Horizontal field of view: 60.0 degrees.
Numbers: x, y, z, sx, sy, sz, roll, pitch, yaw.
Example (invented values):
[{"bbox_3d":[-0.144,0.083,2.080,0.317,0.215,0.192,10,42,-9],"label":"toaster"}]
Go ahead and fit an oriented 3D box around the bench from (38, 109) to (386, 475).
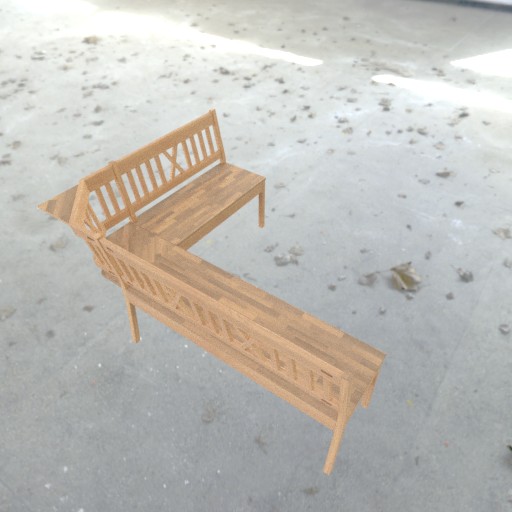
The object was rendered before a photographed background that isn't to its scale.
[{"bbox_3d":[0.000,0.000,2.782,1.937,0.902,1.537,26,48,26],"label":"bench"}]
